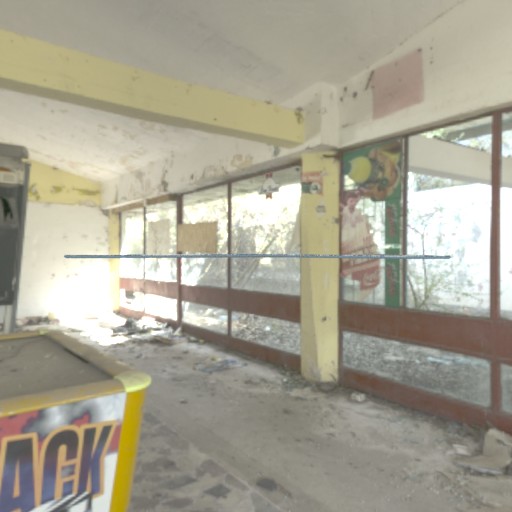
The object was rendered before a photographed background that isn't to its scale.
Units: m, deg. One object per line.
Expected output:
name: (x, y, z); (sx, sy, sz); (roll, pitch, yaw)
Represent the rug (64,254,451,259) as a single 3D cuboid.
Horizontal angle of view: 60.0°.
rug: (0.000, 0.000, 2.187); (1.145, 0.021, 1.777); (0, 0, 0)
